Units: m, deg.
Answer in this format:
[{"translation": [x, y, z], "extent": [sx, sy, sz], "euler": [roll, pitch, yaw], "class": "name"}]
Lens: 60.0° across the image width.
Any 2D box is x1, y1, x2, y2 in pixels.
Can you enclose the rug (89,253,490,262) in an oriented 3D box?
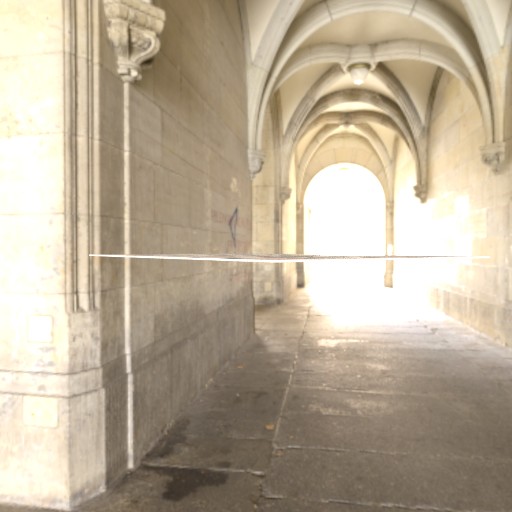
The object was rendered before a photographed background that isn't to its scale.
[{"translation": [0.000, 0.000, 2.300], "extent": [1.202, 0.006, 1.813], "euler": [-1, 1, -36], "class": "rug"}]
